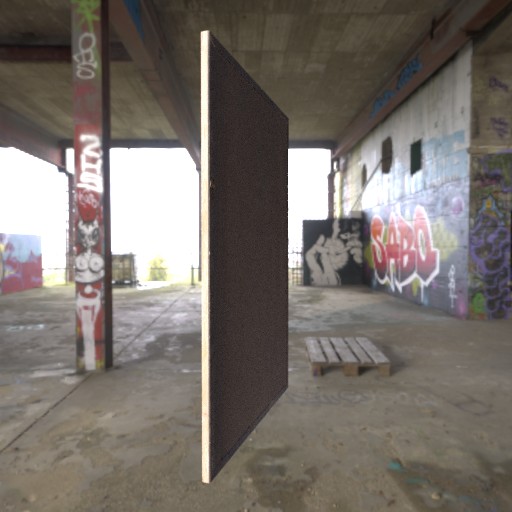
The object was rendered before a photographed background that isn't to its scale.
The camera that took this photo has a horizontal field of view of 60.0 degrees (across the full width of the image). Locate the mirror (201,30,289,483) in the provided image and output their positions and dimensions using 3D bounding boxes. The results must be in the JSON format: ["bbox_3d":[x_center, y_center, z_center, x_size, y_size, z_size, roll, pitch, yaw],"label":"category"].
[{"bbox_3d":[0.000,0.000,1.310,0.025,0.996,0.705,0,1,18],"label":"mirror"}]
